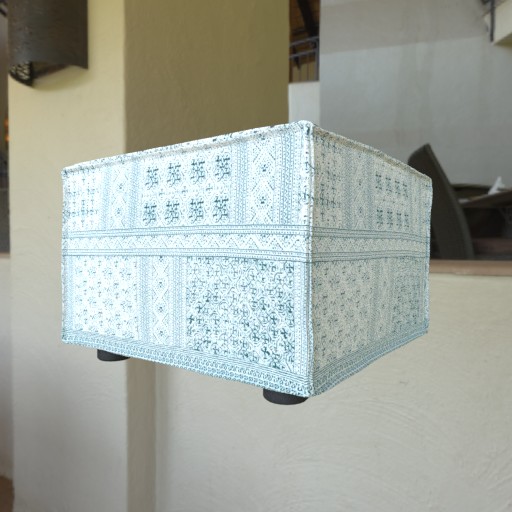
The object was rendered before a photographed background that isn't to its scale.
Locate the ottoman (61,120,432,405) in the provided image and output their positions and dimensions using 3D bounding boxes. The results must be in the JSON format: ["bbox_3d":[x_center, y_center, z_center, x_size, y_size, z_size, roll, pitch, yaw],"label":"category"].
[{"bbox_3d":[0.000,0.000,1.016,0.626,0.439,0.617,1,1,36],"label":"ottoman"}]
